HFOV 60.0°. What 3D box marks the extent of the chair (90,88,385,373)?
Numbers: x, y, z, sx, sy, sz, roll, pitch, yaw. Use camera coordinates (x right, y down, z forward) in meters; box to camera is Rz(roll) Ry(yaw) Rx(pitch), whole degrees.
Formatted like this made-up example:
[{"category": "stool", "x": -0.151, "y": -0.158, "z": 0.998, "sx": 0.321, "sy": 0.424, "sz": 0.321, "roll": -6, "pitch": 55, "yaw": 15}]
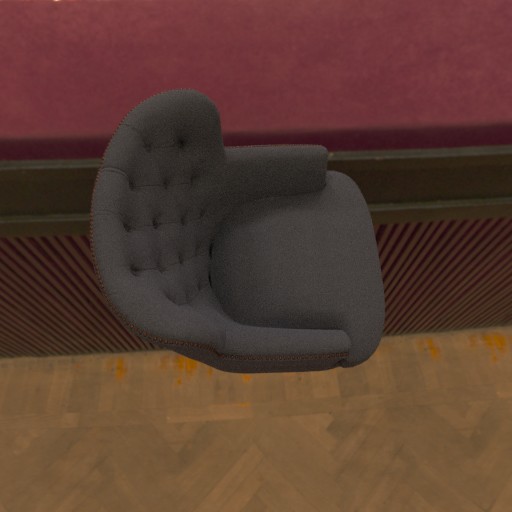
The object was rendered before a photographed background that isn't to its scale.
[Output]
[{"category": "chair", "x": 0.000, "y": 0.000, "z": 1.596, "sx": 0.906, "sy": 0.868, "sz": 0.848, "roll": -1, "pitch": 64, "yaw": -1}]
